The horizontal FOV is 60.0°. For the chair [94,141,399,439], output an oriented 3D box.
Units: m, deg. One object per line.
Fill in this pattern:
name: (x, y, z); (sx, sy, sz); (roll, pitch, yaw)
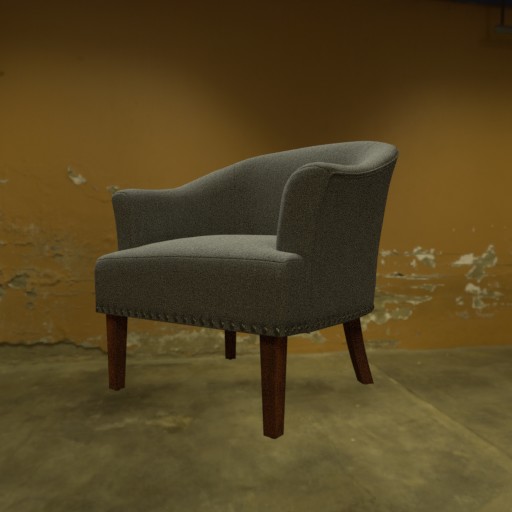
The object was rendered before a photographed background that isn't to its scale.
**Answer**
chair: (0.000, 0.000, 1.400); (0.798, 0.815, 0.704); (0, 0, 37)
